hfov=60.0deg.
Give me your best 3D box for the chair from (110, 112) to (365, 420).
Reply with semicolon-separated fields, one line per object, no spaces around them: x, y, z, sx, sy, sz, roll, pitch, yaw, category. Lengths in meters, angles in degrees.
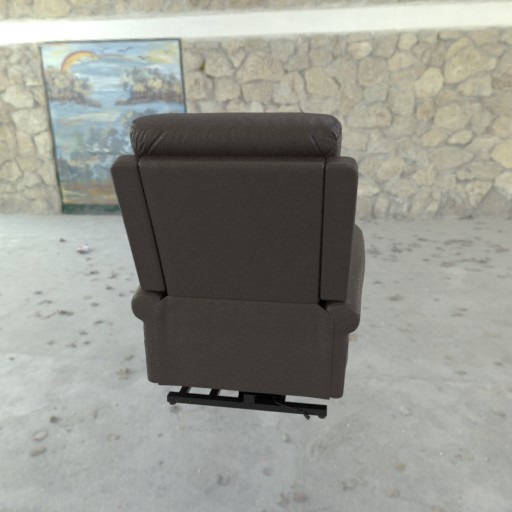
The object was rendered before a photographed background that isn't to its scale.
0.000;0.000;1.727;0.869;1.028;0.978;2;15;8;chair
